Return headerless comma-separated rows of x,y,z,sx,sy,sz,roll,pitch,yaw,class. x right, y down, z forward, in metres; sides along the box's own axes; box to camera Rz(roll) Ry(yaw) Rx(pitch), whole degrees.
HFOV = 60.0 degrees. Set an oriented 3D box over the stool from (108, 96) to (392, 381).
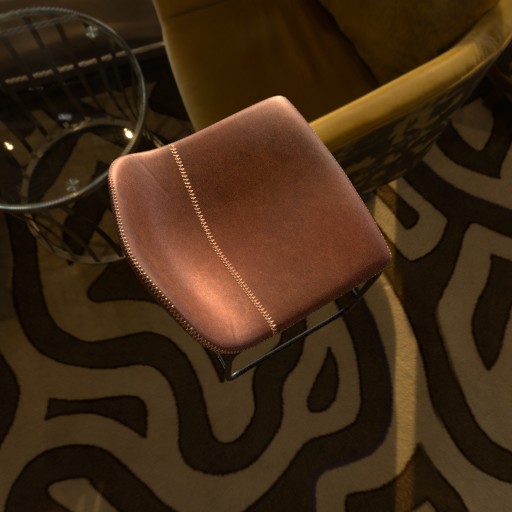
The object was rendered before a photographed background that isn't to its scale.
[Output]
0.000,0.000,1.121,0.473,0.830,0.454,-29,77,-8,stool
